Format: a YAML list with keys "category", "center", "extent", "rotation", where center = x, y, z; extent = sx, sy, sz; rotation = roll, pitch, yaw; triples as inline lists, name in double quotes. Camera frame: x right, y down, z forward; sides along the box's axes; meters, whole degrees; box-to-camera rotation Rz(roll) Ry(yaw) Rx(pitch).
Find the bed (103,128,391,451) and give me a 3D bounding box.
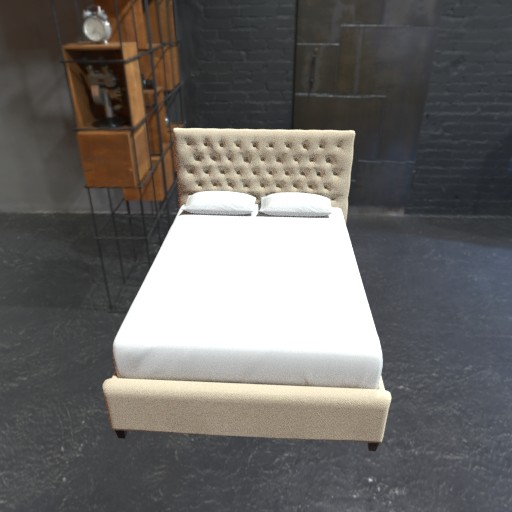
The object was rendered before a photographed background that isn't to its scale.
- category: "bed"
  center: [0.000, 0.000, 3.453]
  extent: [1.698, 1.427, 2.387]
  rotation: [2, 29, 3]
